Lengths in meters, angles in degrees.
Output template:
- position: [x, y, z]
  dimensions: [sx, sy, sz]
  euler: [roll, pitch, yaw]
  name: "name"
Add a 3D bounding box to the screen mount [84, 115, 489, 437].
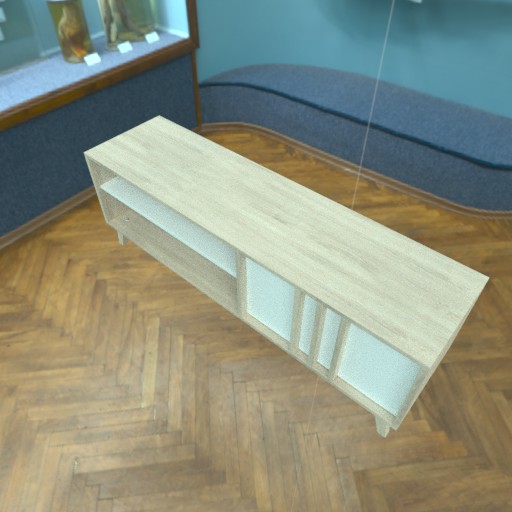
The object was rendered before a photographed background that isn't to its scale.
- position: [0.000, 0.000, 1.744]
  dimensions: [1.500, 0.510, 0.400]
  euler: [32, 54, 27]
  name: "screen mount"
